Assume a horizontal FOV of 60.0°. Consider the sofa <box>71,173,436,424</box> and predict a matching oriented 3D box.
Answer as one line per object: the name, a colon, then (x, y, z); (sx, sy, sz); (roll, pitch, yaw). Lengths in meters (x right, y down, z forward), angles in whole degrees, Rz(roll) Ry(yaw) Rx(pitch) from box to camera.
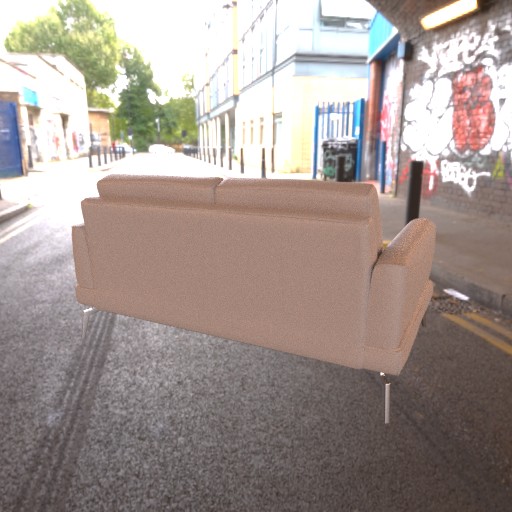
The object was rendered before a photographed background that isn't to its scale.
sofa: (0.000, 0.000, 2.499); (1.819, 0.930, 1.121); (7, 16, 27)
